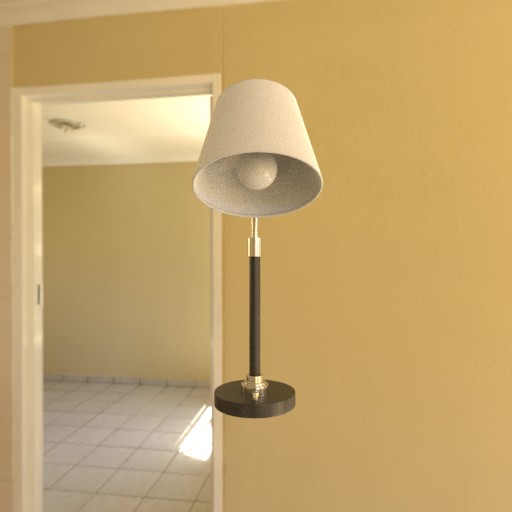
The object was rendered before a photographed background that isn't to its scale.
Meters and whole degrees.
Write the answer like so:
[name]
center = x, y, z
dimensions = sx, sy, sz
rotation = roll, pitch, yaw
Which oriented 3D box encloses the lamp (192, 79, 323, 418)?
[lamp]
center = 0.000, 0.000, 0.707
dimensions = 0.181, 0.539, 0.348
rotation = 0, 0, -1
